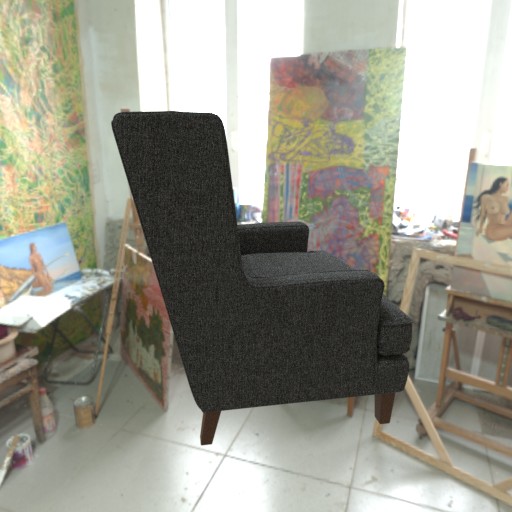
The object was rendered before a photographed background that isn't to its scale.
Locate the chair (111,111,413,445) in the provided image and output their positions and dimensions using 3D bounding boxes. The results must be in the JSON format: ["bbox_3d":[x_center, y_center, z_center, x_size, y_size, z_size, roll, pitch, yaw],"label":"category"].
[{"bbox_3d":[0.000,0.000,1.799,0.927,1.082,0.942,-3,16,-10],"label":"chair"}]
